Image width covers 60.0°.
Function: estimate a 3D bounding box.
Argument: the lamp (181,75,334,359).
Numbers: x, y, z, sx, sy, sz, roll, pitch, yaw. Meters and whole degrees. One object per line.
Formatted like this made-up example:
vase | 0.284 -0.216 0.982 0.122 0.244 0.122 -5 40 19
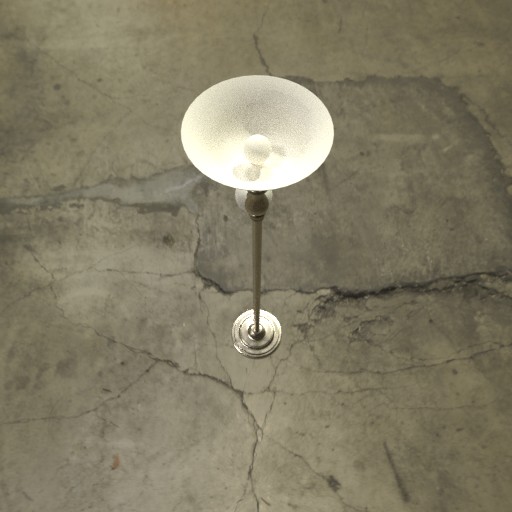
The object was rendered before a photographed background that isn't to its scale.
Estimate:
lamp | 0.000 0.000 2.007 0.405 1.785 0.575 -2 62 -1
